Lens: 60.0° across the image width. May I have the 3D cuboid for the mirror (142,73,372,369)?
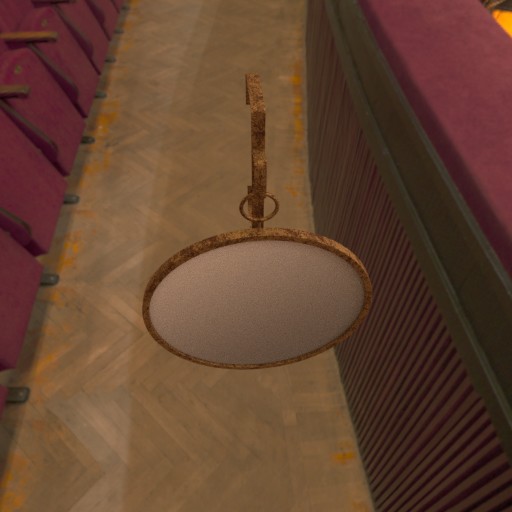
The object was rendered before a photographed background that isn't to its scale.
[{"bbox_3d":[0.000,0.000,0.842,0.447,0.651,0.144,-4,48,-3],"label":"mirror"}]
